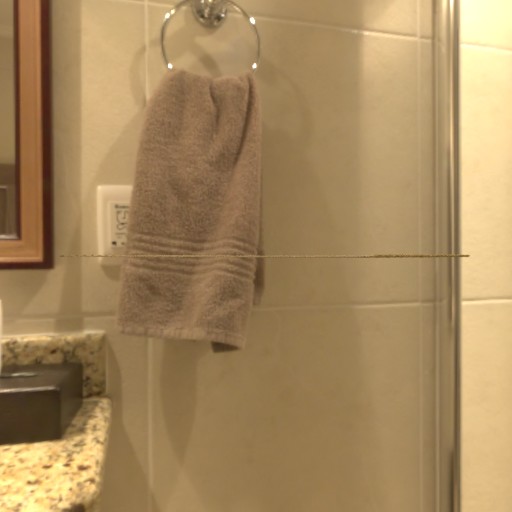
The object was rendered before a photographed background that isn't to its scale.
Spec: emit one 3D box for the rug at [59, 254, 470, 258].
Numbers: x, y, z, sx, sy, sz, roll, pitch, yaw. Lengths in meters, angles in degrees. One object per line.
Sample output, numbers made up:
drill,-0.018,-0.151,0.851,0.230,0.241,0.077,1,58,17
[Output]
rug,0.000,0.000,3.073,2.435,0.018,1.540,0,0,38
